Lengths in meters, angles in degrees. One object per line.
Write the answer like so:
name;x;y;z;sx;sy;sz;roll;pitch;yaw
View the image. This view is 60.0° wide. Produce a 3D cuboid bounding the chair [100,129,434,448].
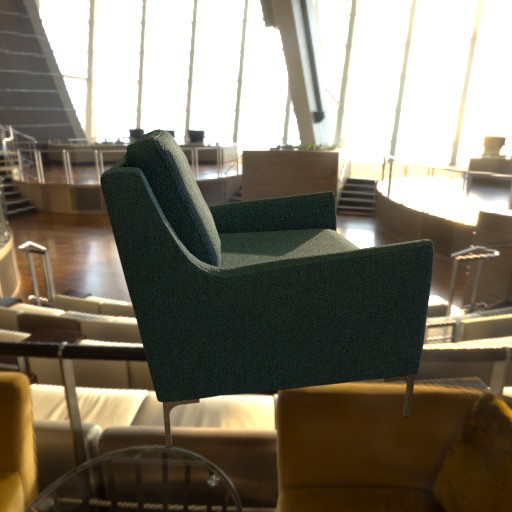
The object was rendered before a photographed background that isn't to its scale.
chair;0.000;0.000;1.526;0.849;0.828;0.847;-3;18;-10
